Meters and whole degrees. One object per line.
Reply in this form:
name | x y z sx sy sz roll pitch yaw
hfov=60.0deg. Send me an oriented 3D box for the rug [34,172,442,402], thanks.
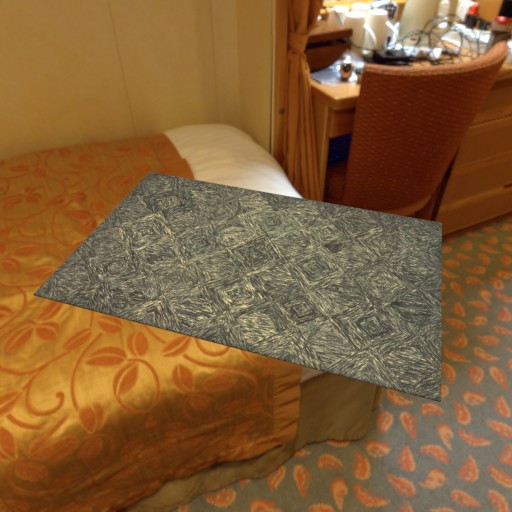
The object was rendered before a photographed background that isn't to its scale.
rug | 0.000 0.000 2.916 2.330 0.017 1.478 12 43 13
